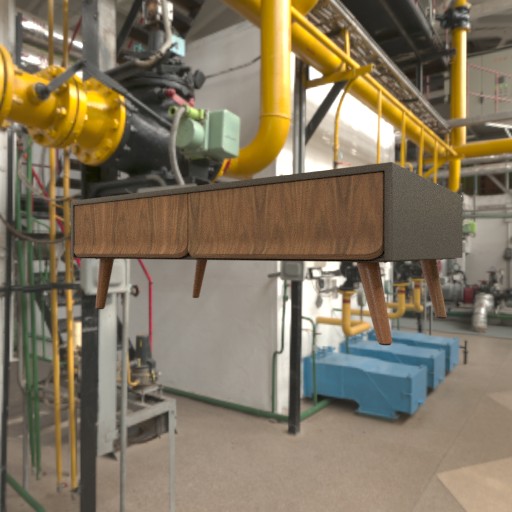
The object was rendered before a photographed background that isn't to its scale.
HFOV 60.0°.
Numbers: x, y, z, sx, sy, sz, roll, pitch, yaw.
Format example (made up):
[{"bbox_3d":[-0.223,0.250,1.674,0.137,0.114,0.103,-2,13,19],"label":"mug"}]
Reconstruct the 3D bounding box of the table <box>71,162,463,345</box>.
[{"bbox_3d":[0.000,0.000,1.557,1.201,0.404,0.703,0,1,36],"label":"table"}]
